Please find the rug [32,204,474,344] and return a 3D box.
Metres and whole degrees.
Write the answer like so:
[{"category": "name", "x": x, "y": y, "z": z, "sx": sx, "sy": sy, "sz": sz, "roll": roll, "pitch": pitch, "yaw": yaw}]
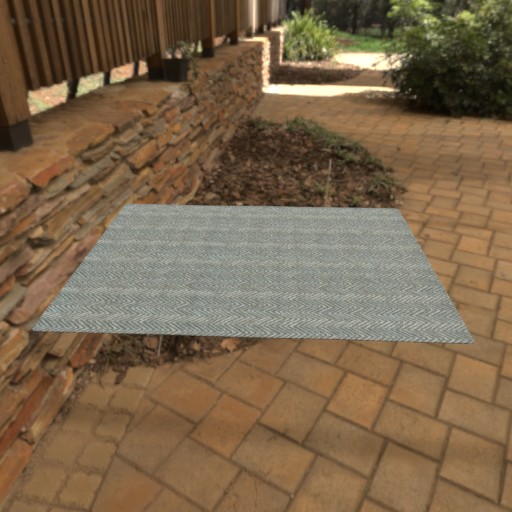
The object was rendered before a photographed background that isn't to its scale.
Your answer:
[{"category": "rug", "x": 0.000, "y": 0.000, "z": 5.183, "sx": 3.957, "sy": 0.011, "sz": 2.894, "roll": 1, "pitch": 30, "yaw": 2}]
